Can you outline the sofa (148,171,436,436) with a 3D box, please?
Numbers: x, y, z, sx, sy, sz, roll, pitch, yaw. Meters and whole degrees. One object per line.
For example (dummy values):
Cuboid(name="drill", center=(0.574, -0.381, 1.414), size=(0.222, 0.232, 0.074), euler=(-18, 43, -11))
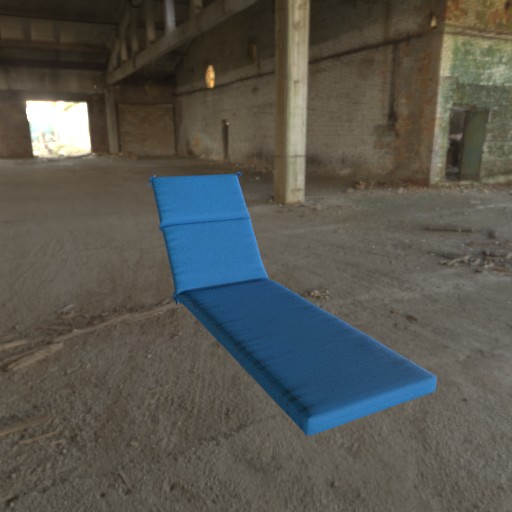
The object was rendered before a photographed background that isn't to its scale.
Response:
Cuboid(name="sofa", center=(0.000, 0.000, 1.998), size=(0.582, 0.622, 1.663), euler=(-8, 17, -26))
